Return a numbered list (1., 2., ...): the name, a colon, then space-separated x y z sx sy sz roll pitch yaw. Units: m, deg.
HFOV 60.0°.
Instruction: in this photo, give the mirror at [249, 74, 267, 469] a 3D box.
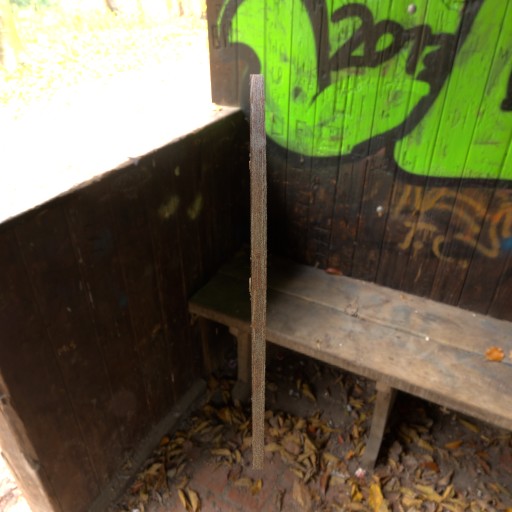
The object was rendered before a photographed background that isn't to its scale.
1. mirror: 0.000 0.000 1.203 0.032 0.920 0.660 0 33 -1
